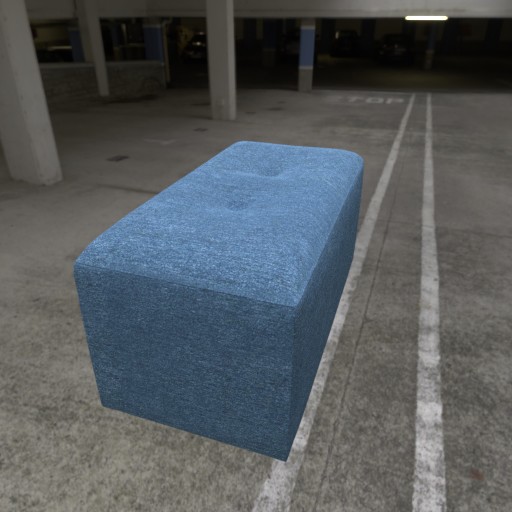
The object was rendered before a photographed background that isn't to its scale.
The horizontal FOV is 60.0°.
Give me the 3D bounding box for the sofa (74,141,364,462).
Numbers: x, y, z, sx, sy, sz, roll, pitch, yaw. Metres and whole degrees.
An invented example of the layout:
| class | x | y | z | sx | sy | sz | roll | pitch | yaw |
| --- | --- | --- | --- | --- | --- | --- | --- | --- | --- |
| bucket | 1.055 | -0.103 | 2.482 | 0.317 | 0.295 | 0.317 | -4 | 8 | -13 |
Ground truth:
| class | x | y | z | sx | sy | sz | roll | pitch | yaw |
| --- | --- | --- | --- | --- | --- | --- | --- | --- | --- |
| sofa | 0.000 | 0.000 | 1.270 | 0.480 | 0.470 | 0.930 | 10 | 30 | 17 |
